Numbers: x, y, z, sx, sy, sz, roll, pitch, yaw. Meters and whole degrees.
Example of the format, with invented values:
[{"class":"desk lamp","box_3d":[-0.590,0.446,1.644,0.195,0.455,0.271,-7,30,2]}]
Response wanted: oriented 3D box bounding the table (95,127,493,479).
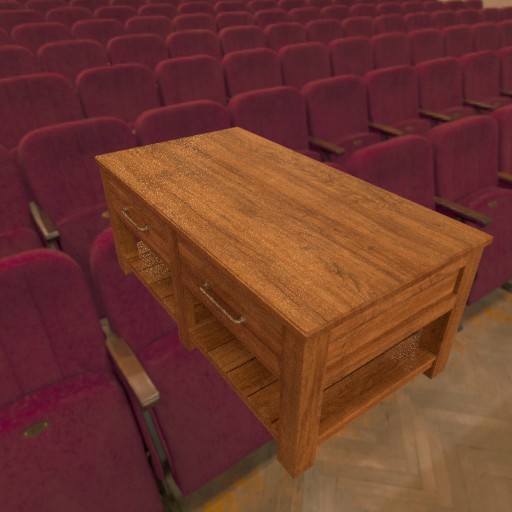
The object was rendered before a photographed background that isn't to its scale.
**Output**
[{"class":"table","box_3d":[0.000,0.000,1.471,0.635,0.480,1.150,-21,38,-29]}]
